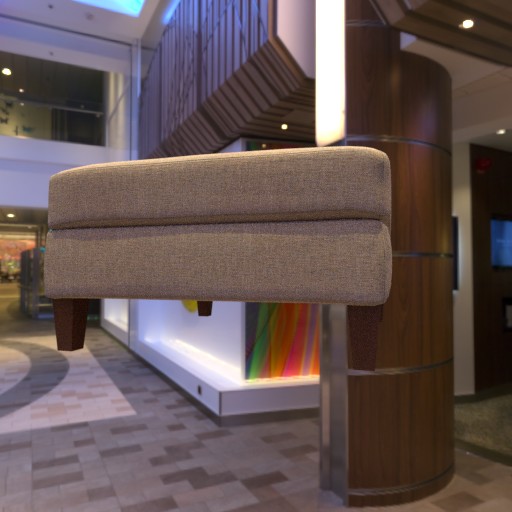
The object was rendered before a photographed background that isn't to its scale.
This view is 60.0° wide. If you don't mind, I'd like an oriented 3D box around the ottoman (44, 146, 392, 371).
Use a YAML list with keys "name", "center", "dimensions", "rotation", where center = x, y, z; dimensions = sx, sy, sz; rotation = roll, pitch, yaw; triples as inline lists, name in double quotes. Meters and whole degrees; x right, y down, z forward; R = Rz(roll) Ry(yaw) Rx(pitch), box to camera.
- name: "ottoman"
  center: [0.000, 0.000, 1.429]
  dimensions: [0.836, 0.492, 0.976]
  rotation: [-1, -2, 17]
